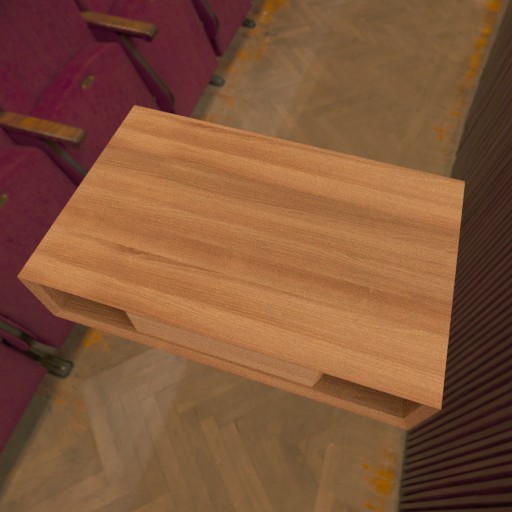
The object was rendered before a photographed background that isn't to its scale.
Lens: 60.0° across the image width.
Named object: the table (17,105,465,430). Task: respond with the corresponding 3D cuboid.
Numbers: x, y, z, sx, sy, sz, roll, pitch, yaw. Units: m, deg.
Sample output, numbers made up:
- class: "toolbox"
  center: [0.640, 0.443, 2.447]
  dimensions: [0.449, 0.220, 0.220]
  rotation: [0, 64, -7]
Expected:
- class: "table"
  center: [0.000, 0.000, 1.395]
  dimensions: [1.100, 0.330, 0.700]
  rotation: [16, 60, 9]
